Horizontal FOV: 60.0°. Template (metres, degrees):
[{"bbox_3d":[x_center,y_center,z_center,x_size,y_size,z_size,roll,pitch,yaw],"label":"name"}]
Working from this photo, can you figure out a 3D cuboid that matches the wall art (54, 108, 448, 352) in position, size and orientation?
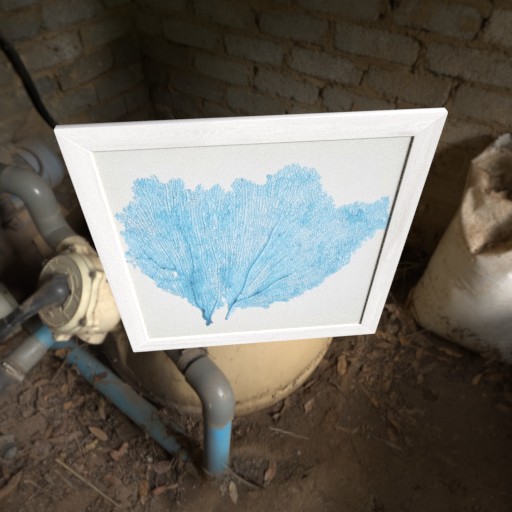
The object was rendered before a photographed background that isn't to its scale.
[{"bbox_3d":[0.000,0.000,0.865,0.584,0.584,0.013,-4,46,-4],"label":"wall art"}]
